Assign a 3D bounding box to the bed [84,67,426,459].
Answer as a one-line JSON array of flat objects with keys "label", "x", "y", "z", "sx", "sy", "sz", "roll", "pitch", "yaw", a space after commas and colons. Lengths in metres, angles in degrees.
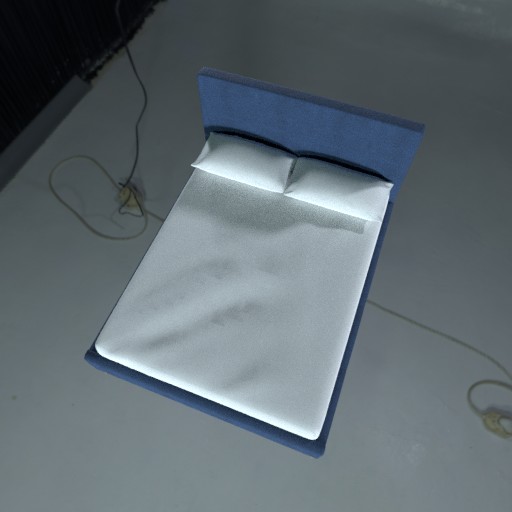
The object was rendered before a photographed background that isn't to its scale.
[{"label": "bed", "x": 0.000, "y": 0.000, "z": 3.227, "sx": 1.723, "sy": 1.231, "sz": 2.172, "roll": 18, "pitch": 62, "yaw": 10}]
